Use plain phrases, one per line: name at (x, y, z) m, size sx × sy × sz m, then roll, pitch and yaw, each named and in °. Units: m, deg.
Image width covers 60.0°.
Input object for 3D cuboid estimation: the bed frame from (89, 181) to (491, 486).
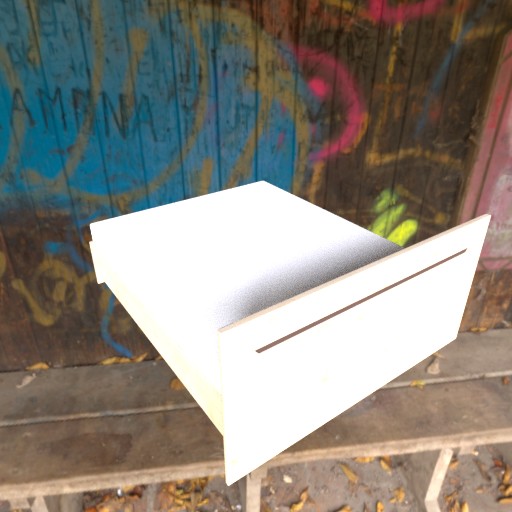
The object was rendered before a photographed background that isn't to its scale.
bed frame at (0.000, 0.000, 3.023) m, size 1.800 × 0.900 × 2.080 m, roll -19°, pitch 35°, yaw -30°
